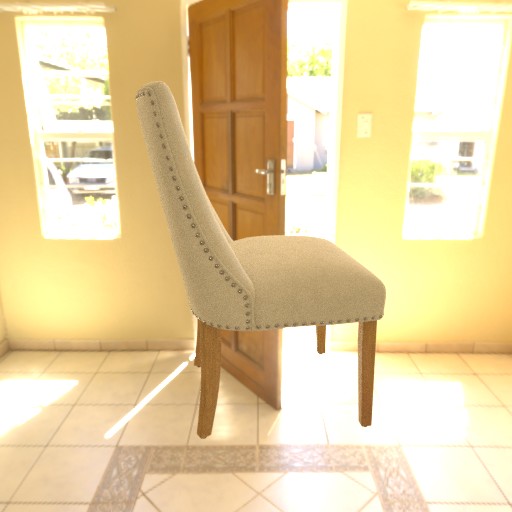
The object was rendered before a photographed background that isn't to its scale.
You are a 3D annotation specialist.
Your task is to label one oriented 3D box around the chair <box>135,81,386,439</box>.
[{"bbox_3d":[0.000,0.000,1.287,0.610,0.902,0.495,-2,16,-9],"label":"chair"}]
